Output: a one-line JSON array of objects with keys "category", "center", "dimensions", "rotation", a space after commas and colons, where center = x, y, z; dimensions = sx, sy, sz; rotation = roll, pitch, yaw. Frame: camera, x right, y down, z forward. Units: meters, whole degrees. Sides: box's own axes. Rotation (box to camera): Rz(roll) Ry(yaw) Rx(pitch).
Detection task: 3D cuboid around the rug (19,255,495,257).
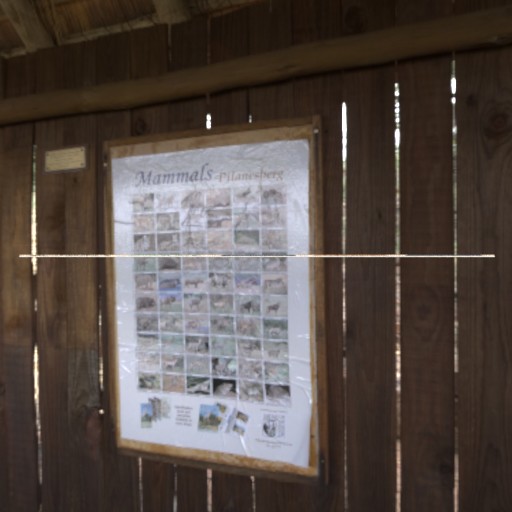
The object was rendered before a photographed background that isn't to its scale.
[{"category": "rug", "center": [0.000, 0.000, 2.471], "dimensions": [2.287, 0.011, 0.687], "rotation": [0, 0, 1]}]
